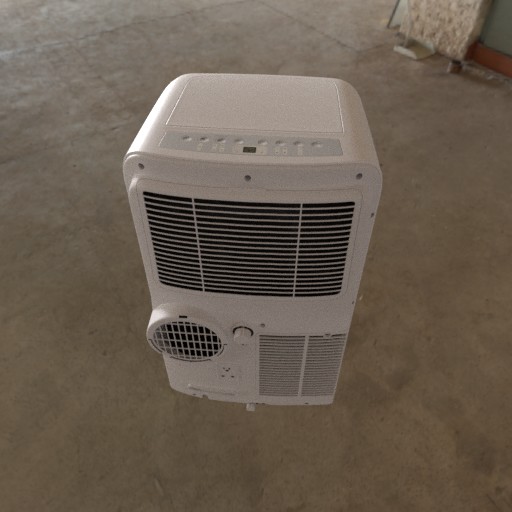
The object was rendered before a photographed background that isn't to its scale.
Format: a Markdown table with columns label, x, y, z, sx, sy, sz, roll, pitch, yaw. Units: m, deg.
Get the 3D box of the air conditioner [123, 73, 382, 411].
| label | x | y | z | sx | sy | sz | roll | pitch | yaw |
| --- | --- | --- | --- | --- | --- | --- | --- | --- | --- |
| air conditioner | 0.000 | 0.000 | 1.073 | 0.478 | 0.765 | 0.467 | 3 | 47 | 3 |
